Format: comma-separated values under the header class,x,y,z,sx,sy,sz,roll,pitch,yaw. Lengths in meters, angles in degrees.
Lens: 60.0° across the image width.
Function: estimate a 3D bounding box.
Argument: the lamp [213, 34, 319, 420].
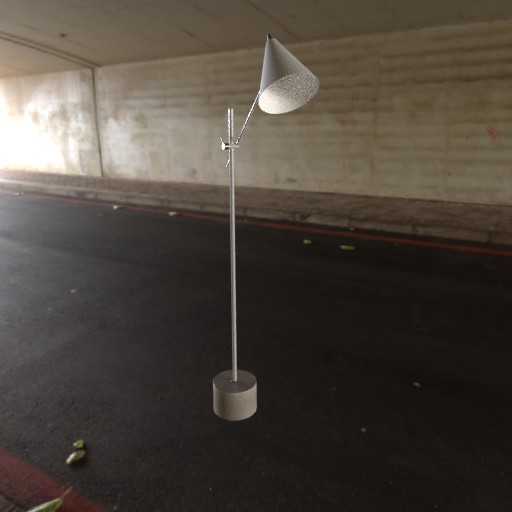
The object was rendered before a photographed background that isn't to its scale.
class,x,y,z,sx,sy,sz,roll,pitch,yaw
lamp,0.000,0.000,1.590,0.223,1.430,0.508,-8,17,-26
